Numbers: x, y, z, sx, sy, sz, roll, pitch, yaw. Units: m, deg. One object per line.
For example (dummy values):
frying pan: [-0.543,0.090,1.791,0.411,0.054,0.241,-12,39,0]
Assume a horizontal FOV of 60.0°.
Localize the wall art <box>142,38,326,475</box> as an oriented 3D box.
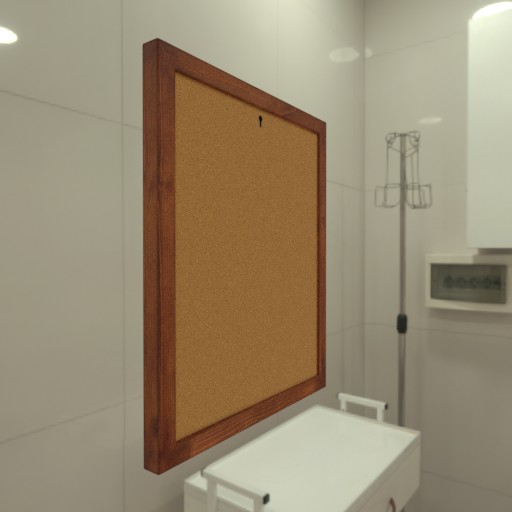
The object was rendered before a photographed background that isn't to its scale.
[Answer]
wall art: [0.000,0.000,0.758,0.030,0.558,0.462,0,1,36]
